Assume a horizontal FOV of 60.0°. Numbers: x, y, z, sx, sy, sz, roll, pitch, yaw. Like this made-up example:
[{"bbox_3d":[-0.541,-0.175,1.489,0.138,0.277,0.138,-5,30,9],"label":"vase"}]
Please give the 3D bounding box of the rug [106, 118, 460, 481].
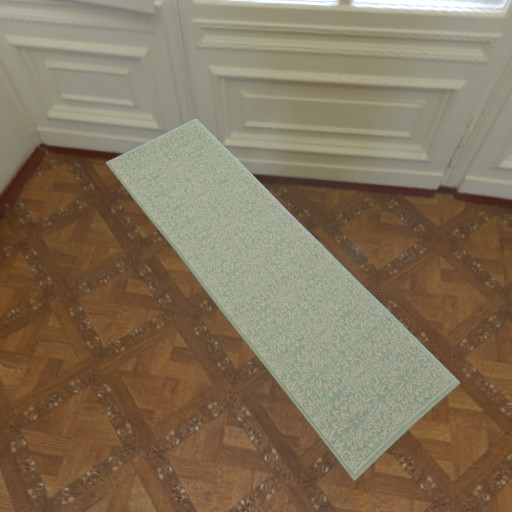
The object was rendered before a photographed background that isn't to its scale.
[{"bbox_3d":[0.000,0.000,2.364,0.662,0.011,2.196,-33,63,-19],"label":"rug"}]
